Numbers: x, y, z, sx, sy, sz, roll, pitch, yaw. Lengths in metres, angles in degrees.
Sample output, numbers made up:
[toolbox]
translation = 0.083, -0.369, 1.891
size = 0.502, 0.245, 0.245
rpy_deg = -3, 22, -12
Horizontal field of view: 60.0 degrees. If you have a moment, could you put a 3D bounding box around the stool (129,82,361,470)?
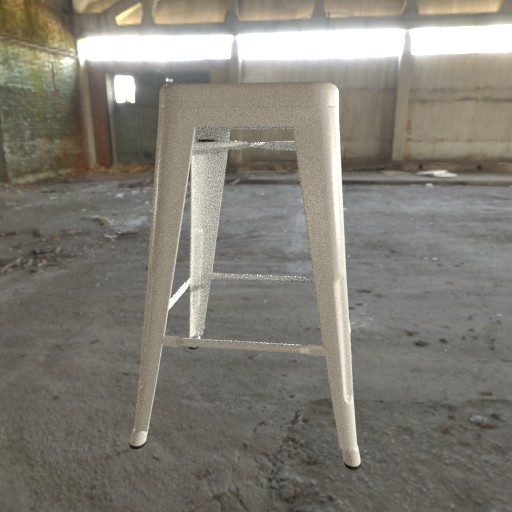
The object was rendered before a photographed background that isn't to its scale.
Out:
[stool]
translation = 0.000, 0.000, 0.869
size = 0.406, 0.610, 0.406
rpy_deg = 2, 16, 7
